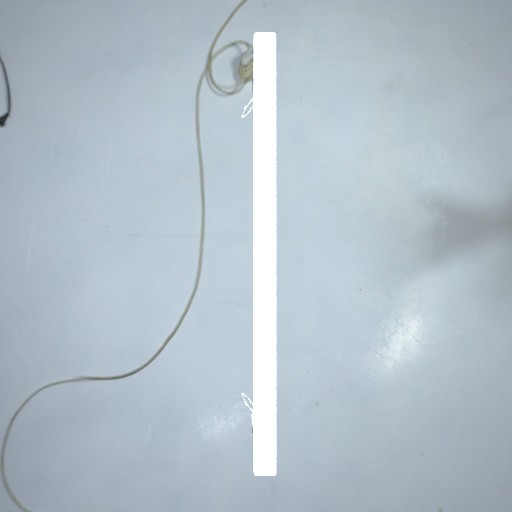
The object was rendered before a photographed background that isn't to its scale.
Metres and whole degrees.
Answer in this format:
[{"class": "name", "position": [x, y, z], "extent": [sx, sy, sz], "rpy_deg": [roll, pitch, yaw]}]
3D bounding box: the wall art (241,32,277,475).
[{"class": "wall art", "position": [0.000, 0.000, 1.125], "extent": [0.065, 0.747, 0.755], "rpy_deg": [0, 89, 0]}]
